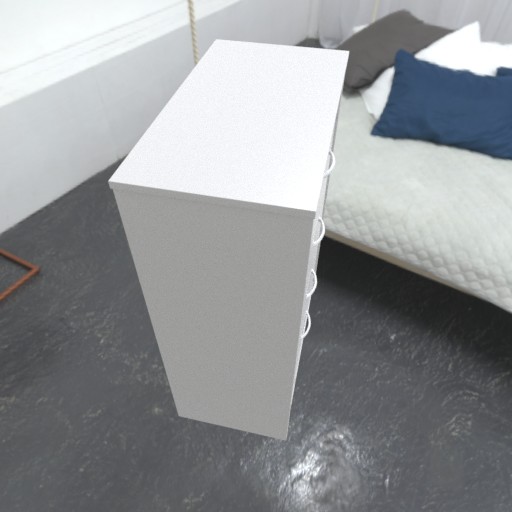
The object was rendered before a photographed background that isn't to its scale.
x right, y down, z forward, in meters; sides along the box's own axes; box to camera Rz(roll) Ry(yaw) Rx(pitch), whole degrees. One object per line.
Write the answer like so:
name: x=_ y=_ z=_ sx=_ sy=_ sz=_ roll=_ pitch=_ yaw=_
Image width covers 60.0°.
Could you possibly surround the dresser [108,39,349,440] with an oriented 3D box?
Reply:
dresser: x=0.000 y=0.000 z=1.394 sx=0.401 sy=1.021 sz=0.704 roll=9 pitch=47 yaw=9
